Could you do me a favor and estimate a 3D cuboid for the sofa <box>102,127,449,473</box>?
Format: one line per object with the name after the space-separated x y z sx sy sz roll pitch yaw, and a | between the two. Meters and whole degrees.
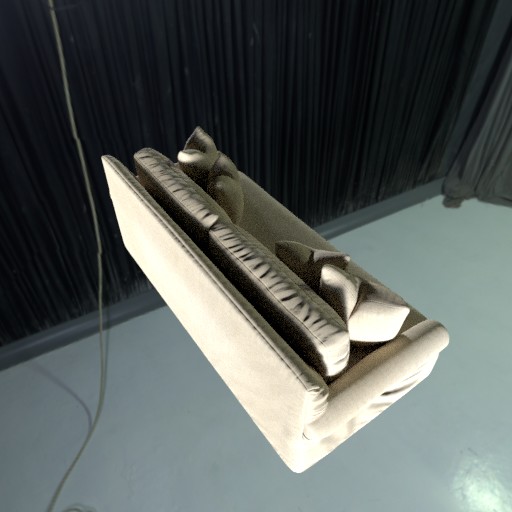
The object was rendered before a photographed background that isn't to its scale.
0.000 0.000 2.790 1.067 0.904 2.285 -25 48 -25 | sofa
